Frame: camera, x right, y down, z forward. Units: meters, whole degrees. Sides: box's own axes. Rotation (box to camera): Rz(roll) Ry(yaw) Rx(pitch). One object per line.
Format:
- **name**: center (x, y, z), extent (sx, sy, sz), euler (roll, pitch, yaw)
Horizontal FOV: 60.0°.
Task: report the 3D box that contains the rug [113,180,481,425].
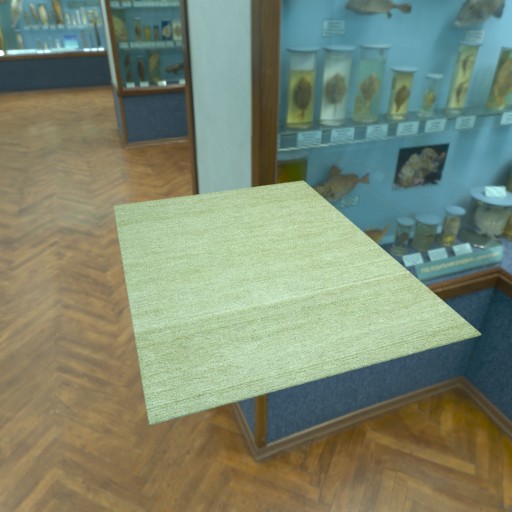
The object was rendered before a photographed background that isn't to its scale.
- **rug**: center (0.000, 0.000, 4.226), extent (2.425, 0.016, 3.198), euler (-10, 33, -16)
